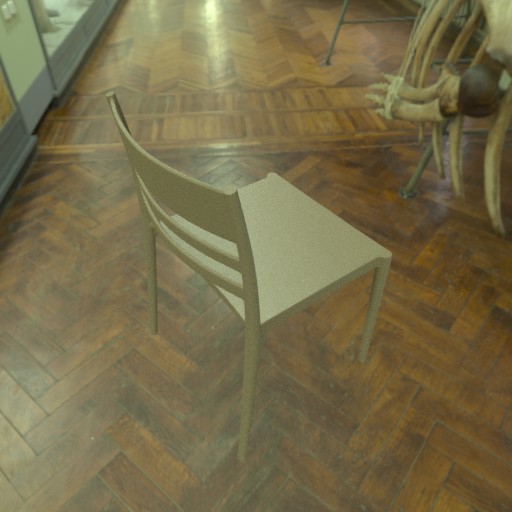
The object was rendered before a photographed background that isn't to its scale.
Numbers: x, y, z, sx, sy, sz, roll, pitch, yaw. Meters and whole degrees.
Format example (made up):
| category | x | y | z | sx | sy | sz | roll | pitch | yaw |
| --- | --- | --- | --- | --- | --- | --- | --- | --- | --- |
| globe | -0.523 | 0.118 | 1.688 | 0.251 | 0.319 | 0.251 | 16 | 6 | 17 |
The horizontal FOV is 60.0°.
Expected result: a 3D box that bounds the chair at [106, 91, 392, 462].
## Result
| category | x | y | z | sx | sy | sz | roll | pitch | yaw |
| --- | --- | --- | --- | --- | --- | --- | --- | --- | --- |
| chair | 0.000 | 0.000 | 1.139 | 0.511 | 0.800 | 0.531 | -26 | 47 | -26 |
